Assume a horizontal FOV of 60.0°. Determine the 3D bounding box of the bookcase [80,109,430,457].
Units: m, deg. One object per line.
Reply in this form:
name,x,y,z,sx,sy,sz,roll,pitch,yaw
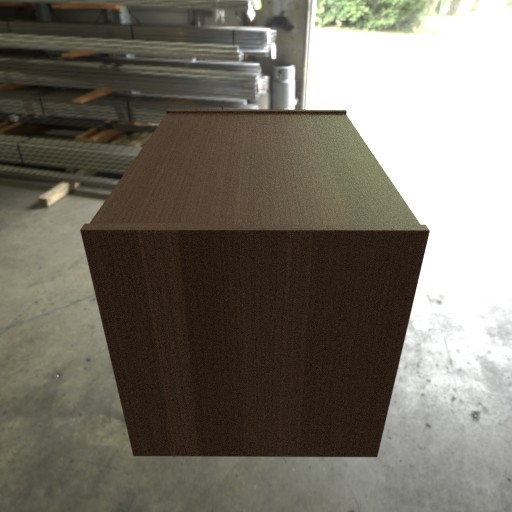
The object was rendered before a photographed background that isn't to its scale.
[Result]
bookcase,0.000,0.000,0.624,0.290,0.305,0.415,0,32,0
